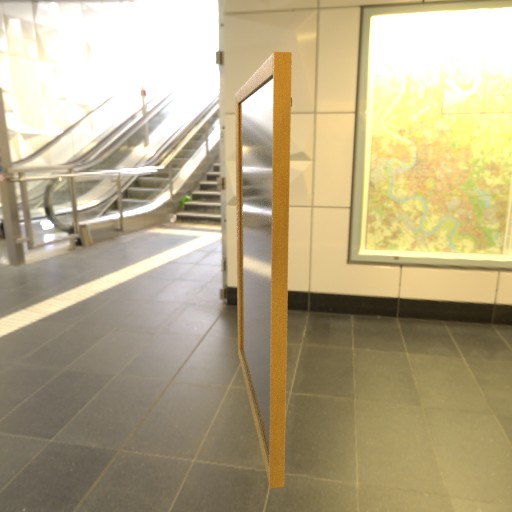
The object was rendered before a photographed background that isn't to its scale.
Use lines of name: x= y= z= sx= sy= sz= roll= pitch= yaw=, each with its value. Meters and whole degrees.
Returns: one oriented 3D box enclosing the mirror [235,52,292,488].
mirror: x=0.000 y=0.000 z=1.361 sx=0.040 sy=1.016 sz=0.762 roll=-2 pitch=14 yaw=-8
